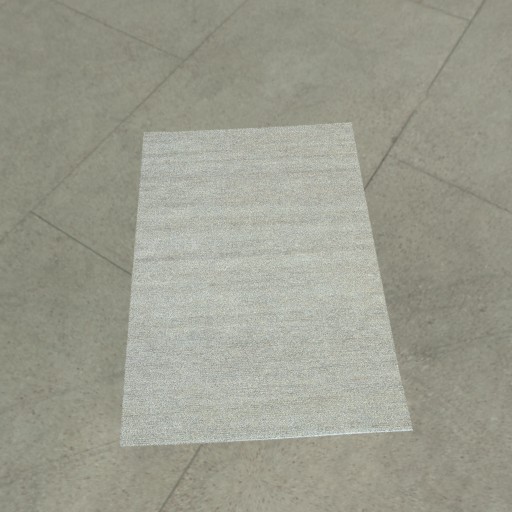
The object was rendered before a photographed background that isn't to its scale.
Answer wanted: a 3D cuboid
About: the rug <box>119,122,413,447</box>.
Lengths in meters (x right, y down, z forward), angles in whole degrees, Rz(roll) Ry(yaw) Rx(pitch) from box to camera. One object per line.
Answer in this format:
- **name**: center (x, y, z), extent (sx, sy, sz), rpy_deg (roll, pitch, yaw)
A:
- **rug**: center (0.000, 0.000, 2.941), extent (1.624, 0.030, 2.264), rpy_deg (-3, 63, -1)
